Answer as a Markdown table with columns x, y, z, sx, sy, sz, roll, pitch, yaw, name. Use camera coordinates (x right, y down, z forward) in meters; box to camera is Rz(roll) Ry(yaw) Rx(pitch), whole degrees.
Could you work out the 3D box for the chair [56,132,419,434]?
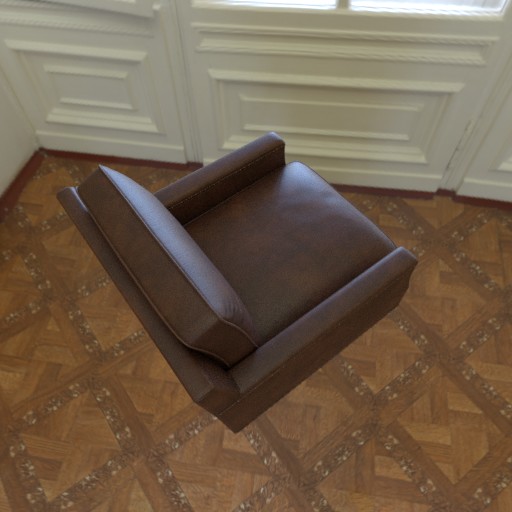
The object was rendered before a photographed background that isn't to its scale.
| x | y | z | sx | sy | sz | roll | pitch | yaw | name |
| --- | --- | --- | --- | --- | --- | --- | --- | --- | --- |
| 0.000 | 0.000 | 1.711 | 1.014 | 0.929 | 0.853 | -33 | 63 | -19 | chair |
